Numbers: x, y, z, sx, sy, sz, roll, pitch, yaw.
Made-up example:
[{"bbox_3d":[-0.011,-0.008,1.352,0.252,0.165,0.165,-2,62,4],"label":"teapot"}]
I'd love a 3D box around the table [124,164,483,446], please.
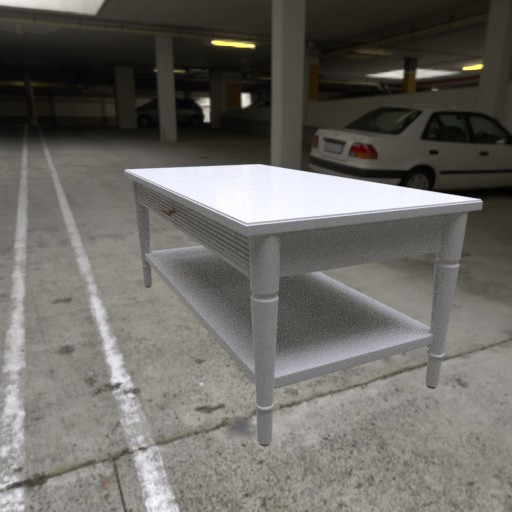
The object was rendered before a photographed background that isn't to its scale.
[{"bbox_3d":[0.000,0.000,1.352,0.559,0.457,1.067,-8,18,-25],"label":"table"}]
